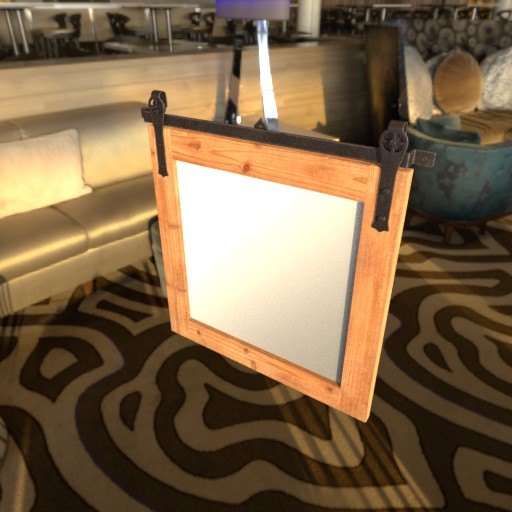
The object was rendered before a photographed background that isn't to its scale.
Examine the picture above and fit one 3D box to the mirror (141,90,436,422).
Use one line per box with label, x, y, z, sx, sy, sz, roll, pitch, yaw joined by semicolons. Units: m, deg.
mirror;0.000;0.000;1.201;0.805;0.800;0.054;18;34;29
